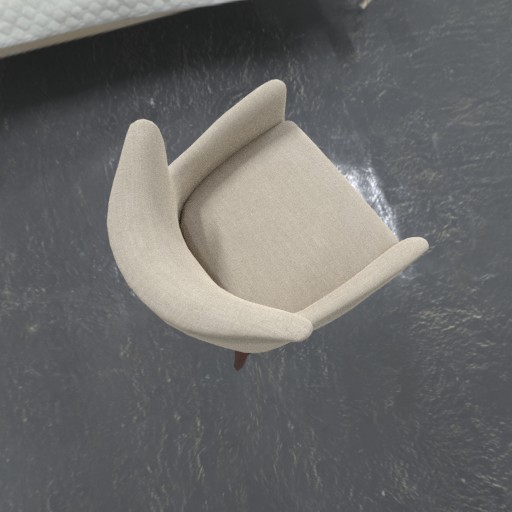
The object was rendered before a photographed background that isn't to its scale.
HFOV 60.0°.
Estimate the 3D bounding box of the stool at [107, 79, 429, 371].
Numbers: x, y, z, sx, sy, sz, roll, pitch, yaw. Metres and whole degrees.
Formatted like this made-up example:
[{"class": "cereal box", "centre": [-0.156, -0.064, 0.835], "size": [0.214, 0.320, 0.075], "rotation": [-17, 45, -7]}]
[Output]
[{"class": "stool", "centre": [0.000, 0.000, 1.367], "size": [0.637, 0.987, 0.615], "rotation": [-36, 77, -10]}]
